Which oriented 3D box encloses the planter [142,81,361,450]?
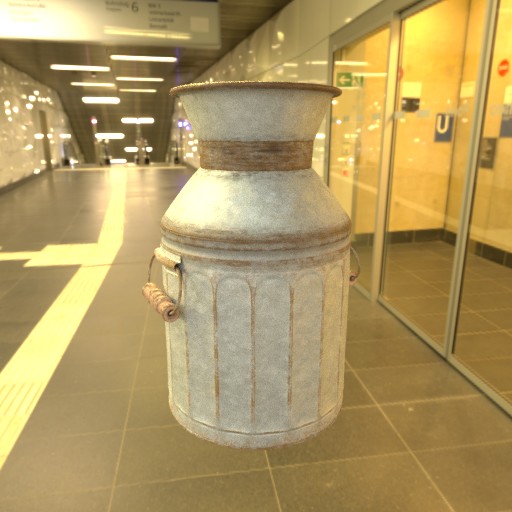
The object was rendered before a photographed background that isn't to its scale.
[{"bbox_3d":[0.000,0.000,0.510,0.248,0.358,0.215,-8,18,-27],"label":"planter"}]
